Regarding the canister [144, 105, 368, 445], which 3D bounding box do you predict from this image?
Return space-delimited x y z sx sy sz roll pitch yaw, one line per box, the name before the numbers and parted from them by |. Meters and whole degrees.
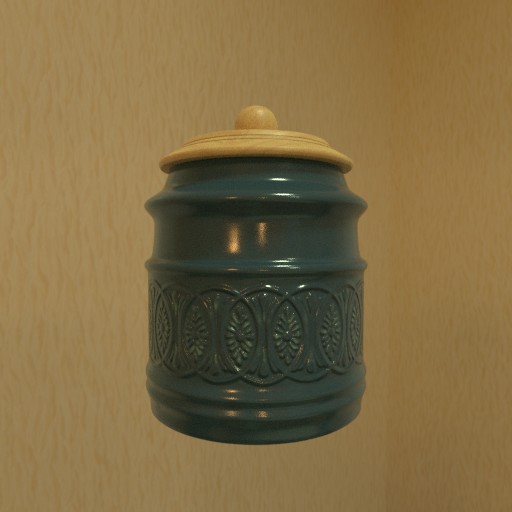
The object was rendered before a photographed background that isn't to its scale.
canister | 0.000 0.000 0.266 0.130 0.176 0.130 0 2 0
